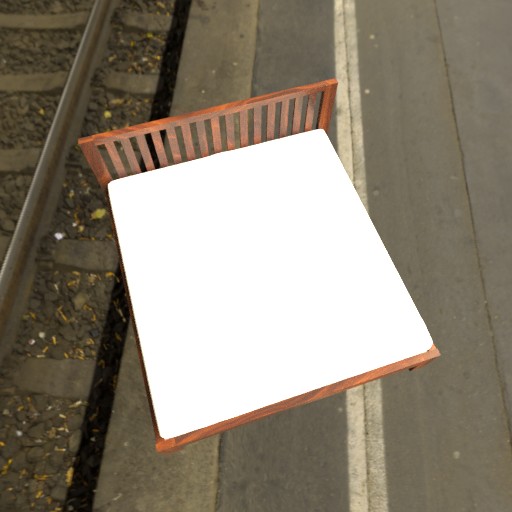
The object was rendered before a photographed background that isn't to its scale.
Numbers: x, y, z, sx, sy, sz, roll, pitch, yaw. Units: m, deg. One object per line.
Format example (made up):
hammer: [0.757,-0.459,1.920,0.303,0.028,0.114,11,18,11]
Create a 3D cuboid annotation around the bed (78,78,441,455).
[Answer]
bed: [0.000,0.000,3.122,1.905,0.890,2.030,-16,64,-8]
